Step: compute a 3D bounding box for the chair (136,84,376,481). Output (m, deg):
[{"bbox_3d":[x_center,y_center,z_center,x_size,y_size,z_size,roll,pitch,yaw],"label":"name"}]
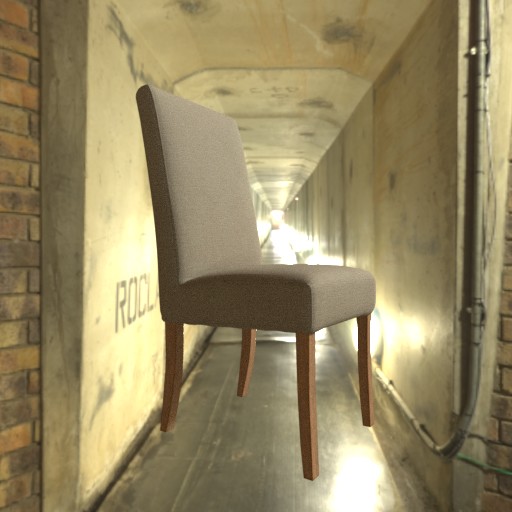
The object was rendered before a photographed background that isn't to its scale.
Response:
[{"bbox_3d":[0.000,0.000,1.360,0.611,1.033,0.450,1,1,35],"label":"chair"}]
